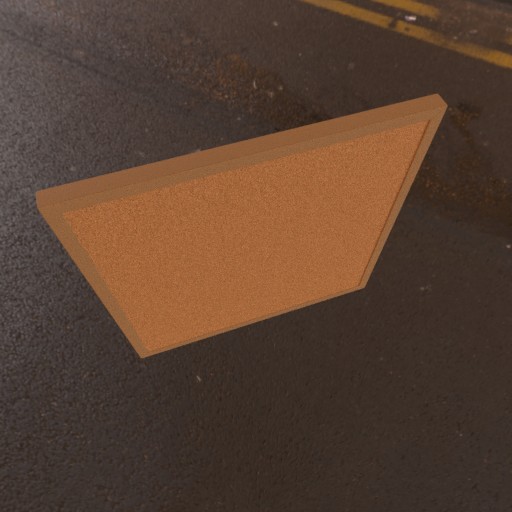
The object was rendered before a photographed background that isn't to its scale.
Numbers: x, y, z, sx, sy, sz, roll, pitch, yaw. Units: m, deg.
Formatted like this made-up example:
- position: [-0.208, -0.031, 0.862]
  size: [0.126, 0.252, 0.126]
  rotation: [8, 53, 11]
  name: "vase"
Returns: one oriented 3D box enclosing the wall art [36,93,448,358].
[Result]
- position: [0.000, 0.000, 1.116]
  size: [0.761, 0.761, 0.037]
  rotation: [-16, 60, -10]
  name: "wall art"
